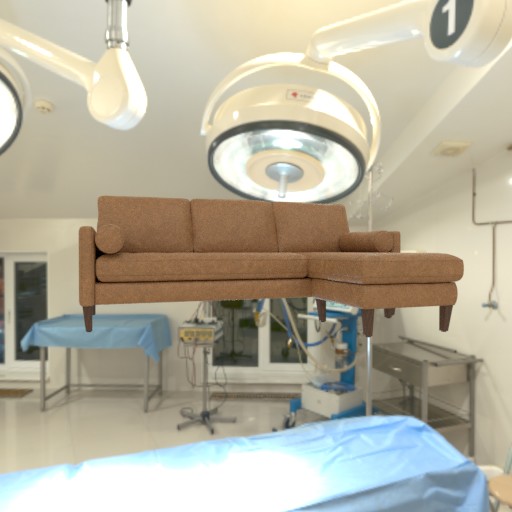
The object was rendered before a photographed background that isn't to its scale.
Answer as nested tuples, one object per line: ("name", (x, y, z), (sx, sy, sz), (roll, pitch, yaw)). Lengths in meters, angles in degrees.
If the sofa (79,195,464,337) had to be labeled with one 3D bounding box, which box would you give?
("sofa", (0.000, 0.000, 2.927), (2.178, 0.876, 1.506), (0, 1, -18))
